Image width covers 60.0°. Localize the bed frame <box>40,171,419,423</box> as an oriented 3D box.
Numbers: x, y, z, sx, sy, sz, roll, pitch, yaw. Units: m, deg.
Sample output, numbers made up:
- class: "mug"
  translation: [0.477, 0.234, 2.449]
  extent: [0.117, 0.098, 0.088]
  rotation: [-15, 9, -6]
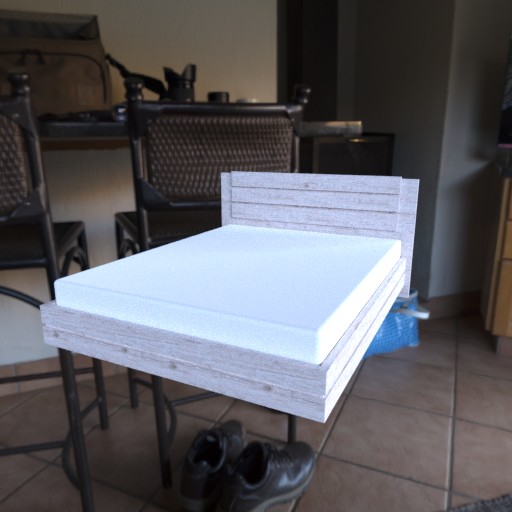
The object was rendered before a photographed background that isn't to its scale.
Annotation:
- class: "bed frame"
  translation: [0.000, 0.000, 2.987]
  extent: [1.750, 0.970, 2.080]
  rotation: [7, 16, 26]
